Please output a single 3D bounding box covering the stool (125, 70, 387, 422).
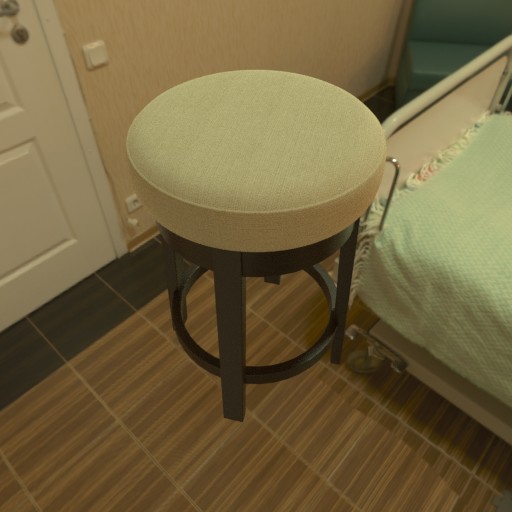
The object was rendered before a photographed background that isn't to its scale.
[{"bbox_3d":[0.000,0.000,0.944,0.449,0.655,0.449,0,46,0],"label":"stool"}]
